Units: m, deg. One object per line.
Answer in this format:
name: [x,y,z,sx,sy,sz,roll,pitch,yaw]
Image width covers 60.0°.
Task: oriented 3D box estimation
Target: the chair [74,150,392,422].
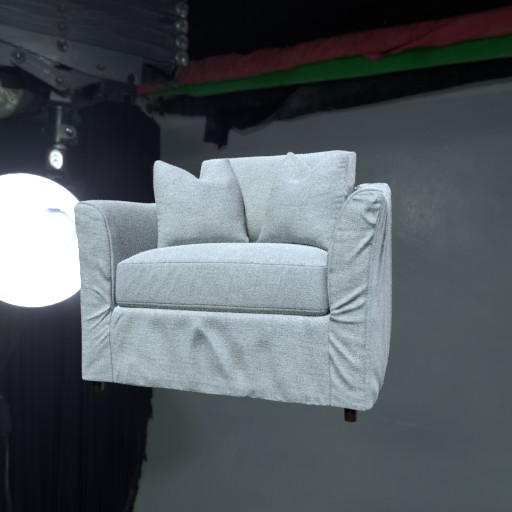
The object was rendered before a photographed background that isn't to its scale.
chair: [0.000,0.000,2.062,1.194,1.059,1.071,0,1,18]
